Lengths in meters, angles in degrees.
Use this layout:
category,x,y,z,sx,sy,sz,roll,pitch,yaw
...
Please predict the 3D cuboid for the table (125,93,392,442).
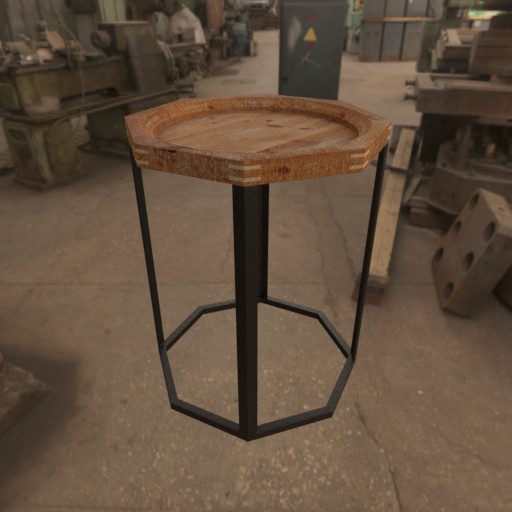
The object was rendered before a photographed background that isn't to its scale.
category,x,y,z,sx,sy,sz,roll,pitch,yaw
table,0.000,0.000,0.894,0.458,0.543,0.458,2,30,3
